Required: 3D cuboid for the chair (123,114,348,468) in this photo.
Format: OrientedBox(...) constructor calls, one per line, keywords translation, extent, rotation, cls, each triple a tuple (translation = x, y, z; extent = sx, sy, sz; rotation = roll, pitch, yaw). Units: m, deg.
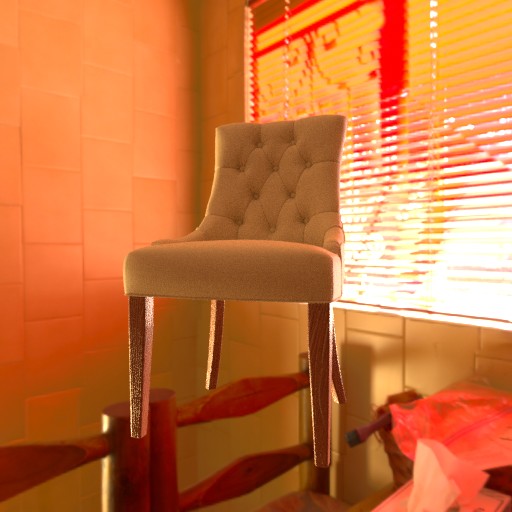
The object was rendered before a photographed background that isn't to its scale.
OrientedBox(translation=(0.000, 0.000, 1.219), extent=(0.509, 0.874, 0.565), rotation=(0, 1, 18), cls="chair")
